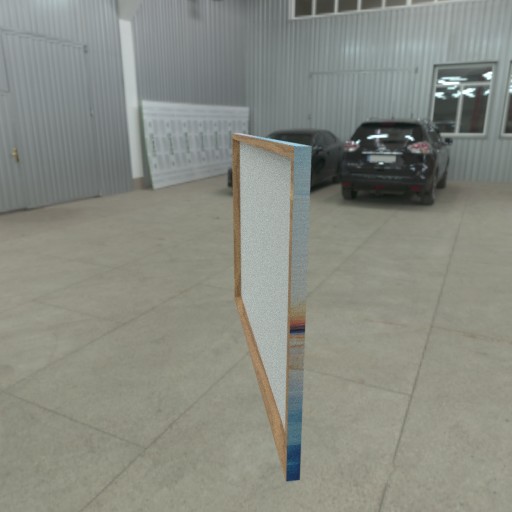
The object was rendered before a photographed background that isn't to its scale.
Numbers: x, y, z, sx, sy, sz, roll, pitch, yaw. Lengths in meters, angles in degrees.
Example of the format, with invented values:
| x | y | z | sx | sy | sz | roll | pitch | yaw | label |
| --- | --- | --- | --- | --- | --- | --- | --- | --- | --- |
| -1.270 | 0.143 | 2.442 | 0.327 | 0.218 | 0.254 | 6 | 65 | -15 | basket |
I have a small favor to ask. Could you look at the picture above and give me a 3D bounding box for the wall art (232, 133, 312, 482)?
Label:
| x | y | z | sx | sy | sz | roll | pitch | yaw | label |
| --- | --- | --- | --- | --- | --- | --- | --- | --- | --- |
| 0.000 | 0.000 | 0.775 | 0.018 | 0.402 | 0.604 | -3 | 17 | -8 | wall art |
